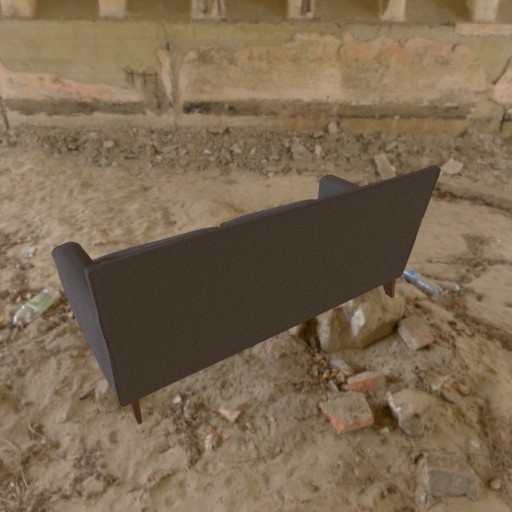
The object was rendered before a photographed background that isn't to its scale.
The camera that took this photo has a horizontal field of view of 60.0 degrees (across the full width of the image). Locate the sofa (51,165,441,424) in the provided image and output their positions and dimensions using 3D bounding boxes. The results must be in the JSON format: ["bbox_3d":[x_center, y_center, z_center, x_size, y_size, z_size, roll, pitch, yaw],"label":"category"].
[{"bbox_3d":[0.000,0.000,2.513,2.002,0.907,0.843,-19,34,-31],"label":"sofa"}]
